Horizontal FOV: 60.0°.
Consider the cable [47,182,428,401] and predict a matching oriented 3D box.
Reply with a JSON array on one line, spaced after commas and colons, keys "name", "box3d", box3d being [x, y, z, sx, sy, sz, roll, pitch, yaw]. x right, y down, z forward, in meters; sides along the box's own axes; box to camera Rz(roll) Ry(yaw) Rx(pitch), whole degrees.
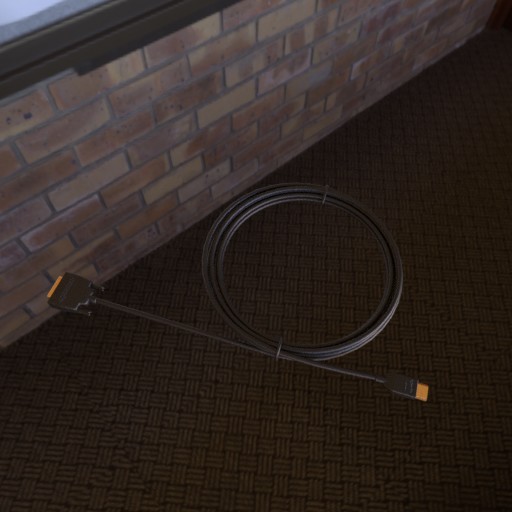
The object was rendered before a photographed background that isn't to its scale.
[{"name": "cable", "box3d": [0.000, 0.000, 0.527, 0.422, 0.030, 0.257, 15, 60, 9]}]
